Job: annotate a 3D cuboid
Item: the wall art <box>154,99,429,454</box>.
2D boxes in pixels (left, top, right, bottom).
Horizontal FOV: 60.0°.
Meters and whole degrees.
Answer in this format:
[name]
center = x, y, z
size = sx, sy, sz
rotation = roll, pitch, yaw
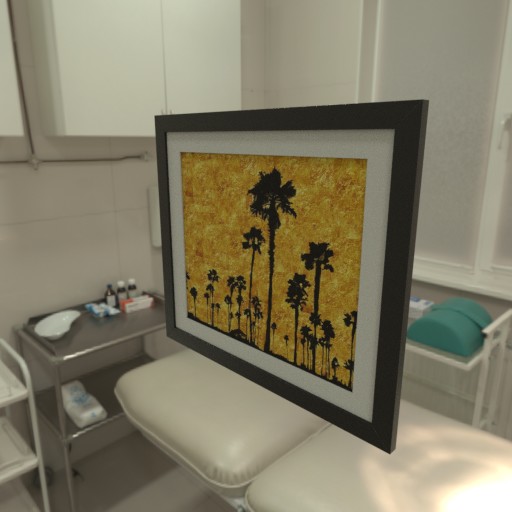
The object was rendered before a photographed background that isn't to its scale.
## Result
[wall art]
center = 0.000, 0.000, 0.527
size = 0.383, 0.332, 0.012
rotation = 14, 20, 43
